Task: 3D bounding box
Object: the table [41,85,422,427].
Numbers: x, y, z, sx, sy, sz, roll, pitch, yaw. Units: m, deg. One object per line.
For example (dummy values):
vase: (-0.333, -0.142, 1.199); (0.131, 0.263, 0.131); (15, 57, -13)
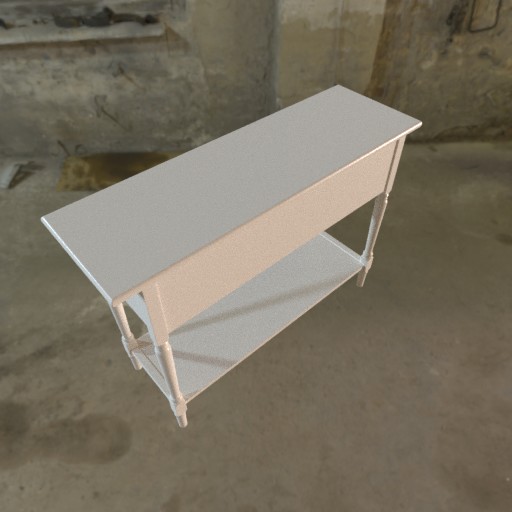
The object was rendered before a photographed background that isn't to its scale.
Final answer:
table: (0.000, 0.000, 1.638); (1.191, 0.814, 0.386); (-32, 54, -28)
